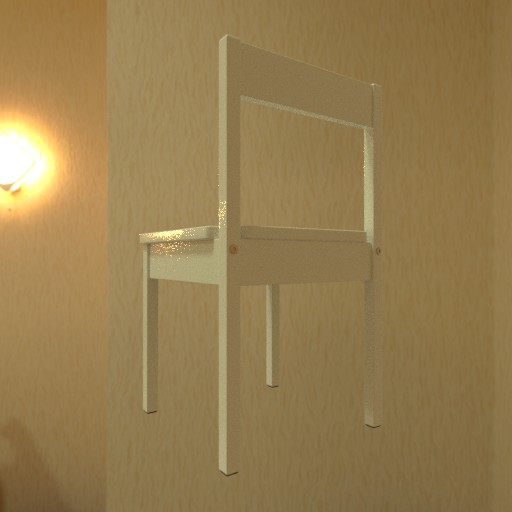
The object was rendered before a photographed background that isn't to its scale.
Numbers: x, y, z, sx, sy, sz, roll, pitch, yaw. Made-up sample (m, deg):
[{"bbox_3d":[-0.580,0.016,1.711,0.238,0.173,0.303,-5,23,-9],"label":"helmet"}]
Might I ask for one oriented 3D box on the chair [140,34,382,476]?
[{"bbox_3d":[0.000,0.000,0.913,0.367,0.668,0.361,0,0,-35],"label":"chair"}]
